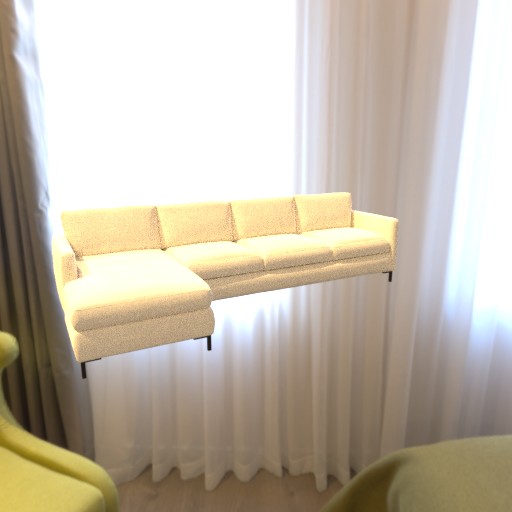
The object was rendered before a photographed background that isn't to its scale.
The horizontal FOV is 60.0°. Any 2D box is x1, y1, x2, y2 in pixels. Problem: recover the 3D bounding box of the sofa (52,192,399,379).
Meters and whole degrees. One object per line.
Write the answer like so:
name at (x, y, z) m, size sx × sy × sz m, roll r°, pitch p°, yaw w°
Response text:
sofa at (0.000, 0.000, 3.875) m, size 3.186 × 0.875 × 1.467 m, roll -7°, pitch 16°, yaw -27°
